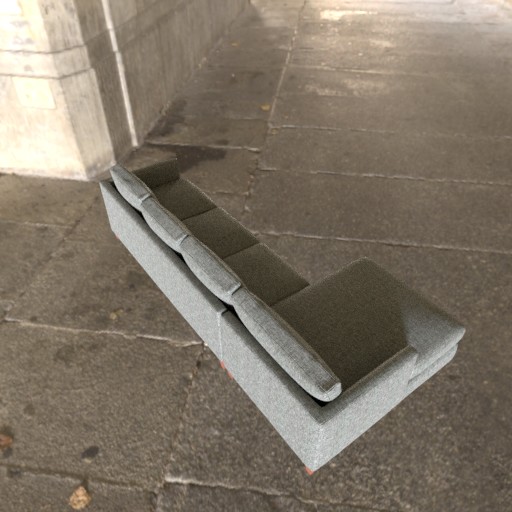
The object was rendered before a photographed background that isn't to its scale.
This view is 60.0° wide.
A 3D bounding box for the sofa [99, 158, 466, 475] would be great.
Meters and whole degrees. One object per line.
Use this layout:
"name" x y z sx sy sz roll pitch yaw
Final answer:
"sofa" 0.000 0.000 4.171 1.635 0.960 3.485 -26 47 -27
